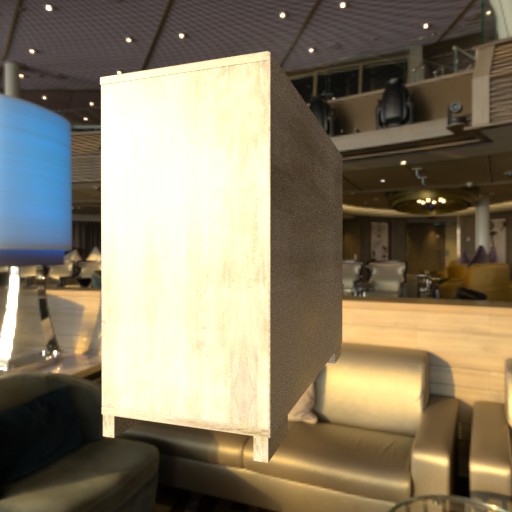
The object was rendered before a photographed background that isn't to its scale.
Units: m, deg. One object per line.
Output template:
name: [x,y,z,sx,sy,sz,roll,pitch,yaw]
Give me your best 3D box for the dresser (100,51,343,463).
dresser: [0.000,0.000,1.410,0.404,0.816,0.994,0,0,19]
